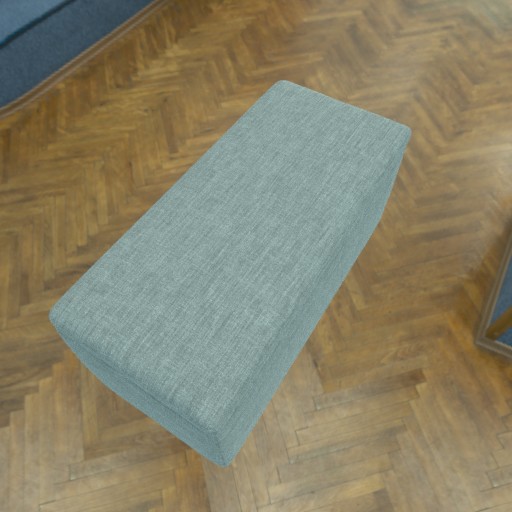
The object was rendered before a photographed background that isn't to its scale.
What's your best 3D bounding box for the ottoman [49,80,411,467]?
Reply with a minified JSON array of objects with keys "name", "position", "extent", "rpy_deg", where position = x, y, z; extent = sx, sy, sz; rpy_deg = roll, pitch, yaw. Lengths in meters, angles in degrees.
[{"name":"ottoman","position":[0.000,0.000,1.143],"extent":[0.419,0.432,0.902],"rpy_deg":[28,61,17]}]
